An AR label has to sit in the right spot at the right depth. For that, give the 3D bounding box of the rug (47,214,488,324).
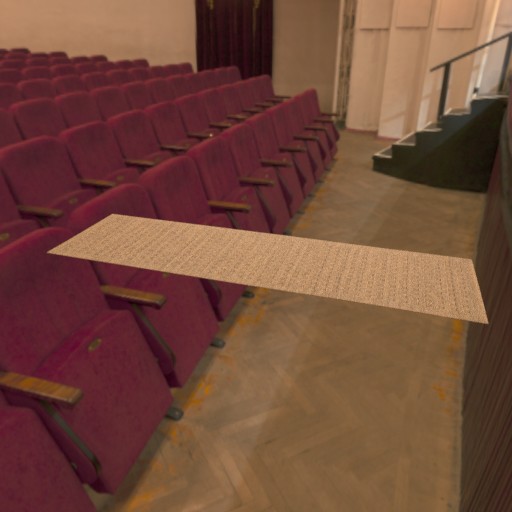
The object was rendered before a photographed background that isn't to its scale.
[{"bbox_3d":[0.000,0.000,2.639,2.437,0.005,0.688,8,27,16],"label":"rug"}]
